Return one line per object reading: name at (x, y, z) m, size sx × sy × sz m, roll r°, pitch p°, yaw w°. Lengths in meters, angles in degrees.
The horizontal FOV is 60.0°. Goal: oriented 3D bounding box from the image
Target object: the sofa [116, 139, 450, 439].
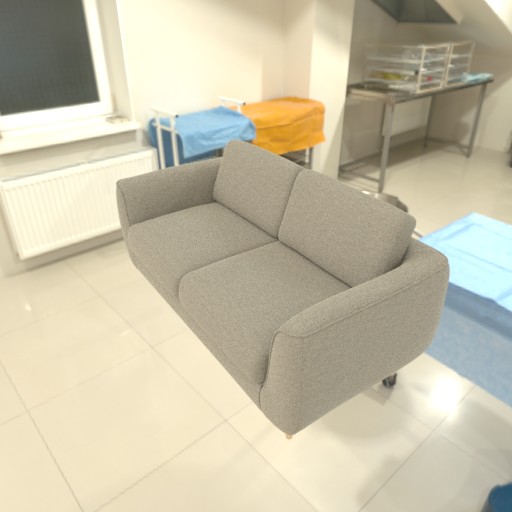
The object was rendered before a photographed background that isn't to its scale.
sofa at (0.000, 0.000, 2.254) m, size 0.920 × 0.850 × 1.700 m, roll -19°, pitch 35°, yaw -29°
